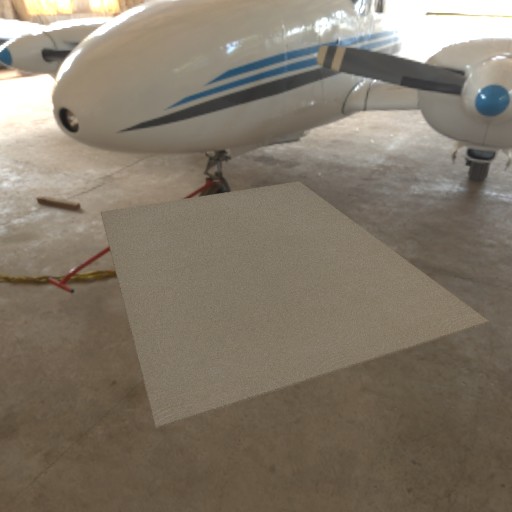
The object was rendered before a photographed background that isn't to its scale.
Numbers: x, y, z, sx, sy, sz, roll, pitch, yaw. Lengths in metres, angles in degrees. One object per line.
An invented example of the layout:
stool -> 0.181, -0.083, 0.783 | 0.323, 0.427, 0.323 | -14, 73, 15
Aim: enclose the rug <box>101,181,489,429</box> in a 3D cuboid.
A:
rug -> 0.000, 0.000, 3.438 | 2.073, 0.011, 2.584 | -12, 33, -19
